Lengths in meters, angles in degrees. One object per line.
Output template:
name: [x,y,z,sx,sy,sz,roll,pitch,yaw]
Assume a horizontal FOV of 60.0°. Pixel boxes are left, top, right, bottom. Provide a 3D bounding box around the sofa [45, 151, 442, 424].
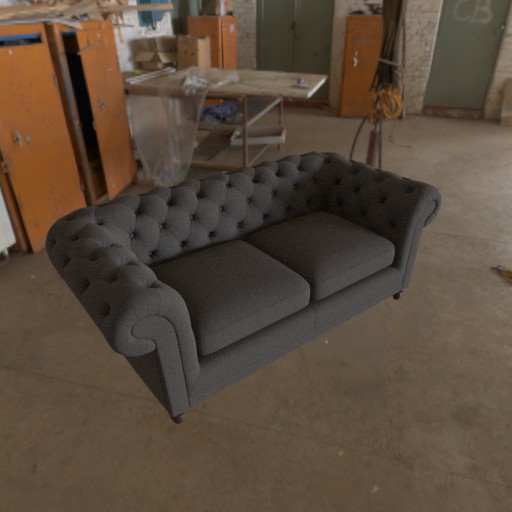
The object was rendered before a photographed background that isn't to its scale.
sofa: [0.000,0.000,2.490,1.998,0.764,0.986,-21,36,-32]
